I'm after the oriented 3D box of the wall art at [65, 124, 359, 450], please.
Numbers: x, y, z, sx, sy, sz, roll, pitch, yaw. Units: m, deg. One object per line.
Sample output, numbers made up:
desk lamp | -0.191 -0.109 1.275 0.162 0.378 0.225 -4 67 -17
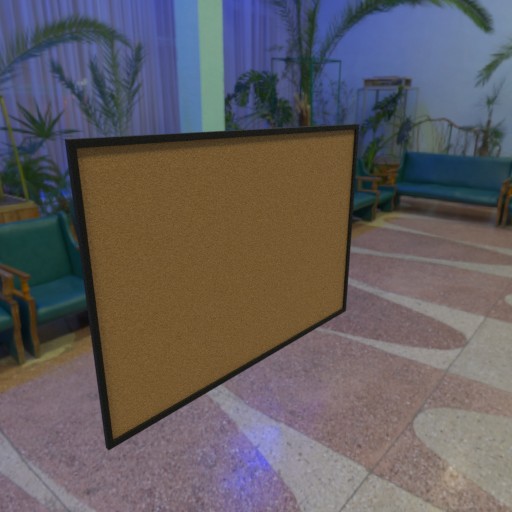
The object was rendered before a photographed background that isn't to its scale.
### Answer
wall art | 0.000 0.000 1.208 0.013 0.665 0.963 17 25 40
